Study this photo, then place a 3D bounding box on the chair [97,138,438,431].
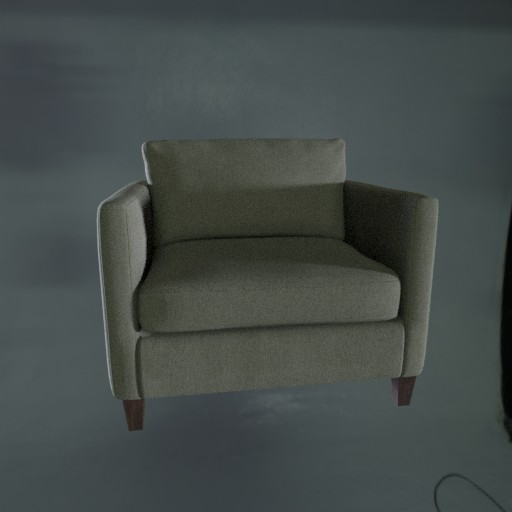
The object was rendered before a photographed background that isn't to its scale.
[{"bbox_3d":[0.000,0.000,1.842,1.107,0.963,0.959,-2,14,-9],"label":"chair"}]
